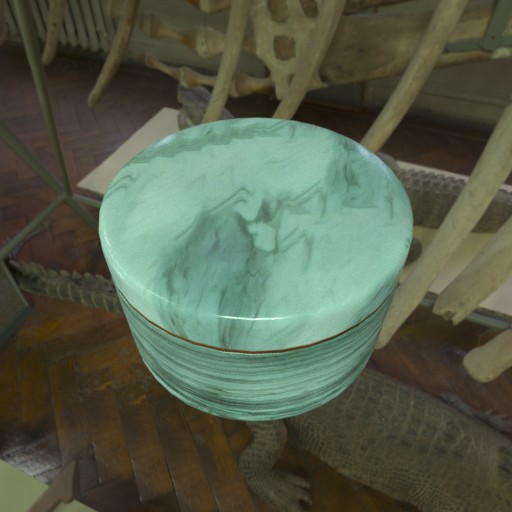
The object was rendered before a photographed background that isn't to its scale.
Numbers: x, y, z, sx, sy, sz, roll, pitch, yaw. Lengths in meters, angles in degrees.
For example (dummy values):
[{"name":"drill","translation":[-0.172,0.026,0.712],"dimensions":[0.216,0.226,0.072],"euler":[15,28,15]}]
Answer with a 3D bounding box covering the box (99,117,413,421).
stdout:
[{"name":"box","translation":[0.000,0.000,0.165],"dimensions":[0.101,0.063,0.101],"euler":[0,47,0]}]
